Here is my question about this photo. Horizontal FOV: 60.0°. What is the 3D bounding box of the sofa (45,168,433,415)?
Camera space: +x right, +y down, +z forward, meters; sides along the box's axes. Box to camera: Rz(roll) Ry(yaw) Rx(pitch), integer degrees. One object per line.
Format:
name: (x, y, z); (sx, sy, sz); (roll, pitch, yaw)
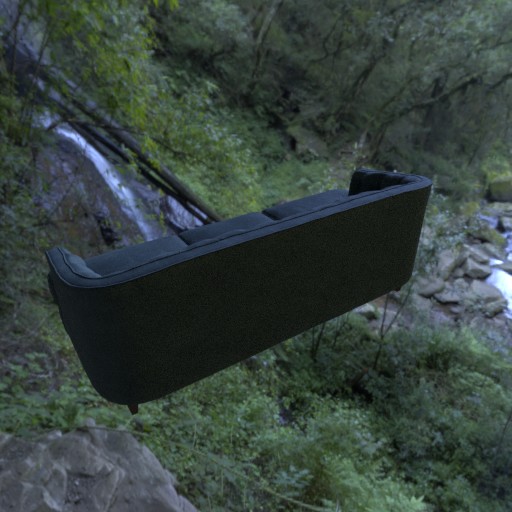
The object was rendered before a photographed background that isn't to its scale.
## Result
sofa: (0.000, 0.000, 2.739); (2.278, 0.855, 0.941); (-19, 35, -28)
